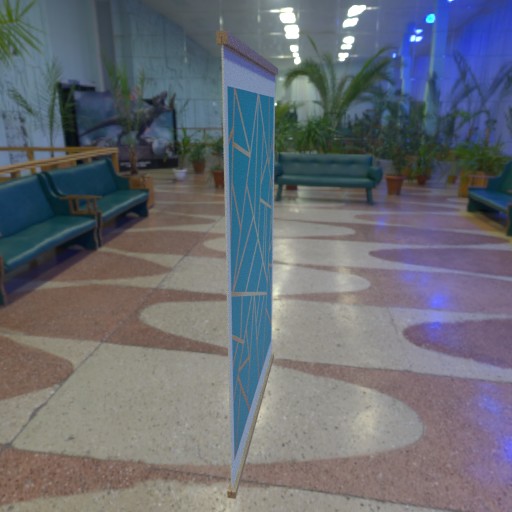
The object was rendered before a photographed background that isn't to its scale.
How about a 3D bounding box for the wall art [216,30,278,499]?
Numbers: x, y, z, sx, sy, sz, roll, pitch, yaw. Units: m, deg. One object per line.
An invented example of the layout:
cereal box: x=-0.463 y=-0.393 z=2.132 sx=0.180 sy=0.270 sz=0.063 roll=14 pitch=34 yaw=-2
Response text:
wall art: x=0.000 y=0.000 z=1.828 sx=0.030 sy=1.519 sz=0.990 roll=3 pitch=18 yaw=10
